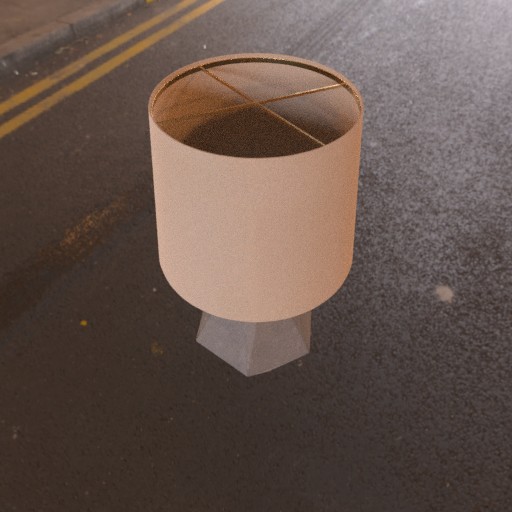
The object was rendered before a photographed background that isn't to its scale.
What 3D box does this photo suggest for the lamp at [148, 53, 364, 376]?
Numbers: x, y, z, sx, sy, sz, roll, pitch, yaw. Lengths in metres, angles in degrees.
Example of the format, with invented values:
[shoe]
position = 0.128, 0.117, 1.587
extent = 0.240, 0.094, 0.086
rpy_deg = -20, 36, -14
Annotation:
[lamp]
position = 0.000, 0.000, 0.660
extent = 0.276, 0.501, 0.276
rpy_deg = 0, 47, 0
